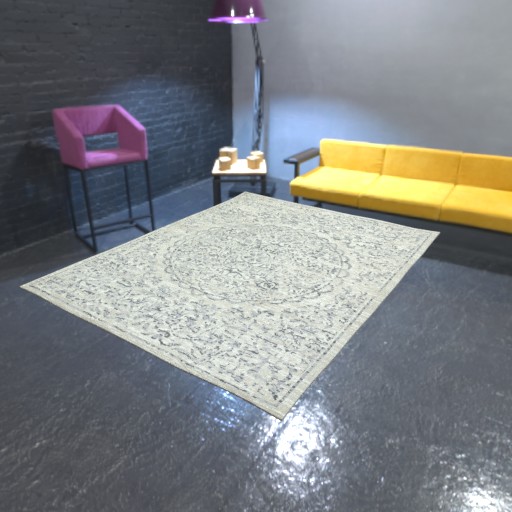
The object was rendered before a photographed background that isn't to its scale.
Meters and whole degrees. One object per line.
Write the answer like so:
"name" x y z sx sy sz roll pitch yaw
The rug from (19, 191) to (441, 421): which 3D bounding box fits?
"rug" 0.000 0.000 3.834 2.343 0.026 2.925 17 30 31
